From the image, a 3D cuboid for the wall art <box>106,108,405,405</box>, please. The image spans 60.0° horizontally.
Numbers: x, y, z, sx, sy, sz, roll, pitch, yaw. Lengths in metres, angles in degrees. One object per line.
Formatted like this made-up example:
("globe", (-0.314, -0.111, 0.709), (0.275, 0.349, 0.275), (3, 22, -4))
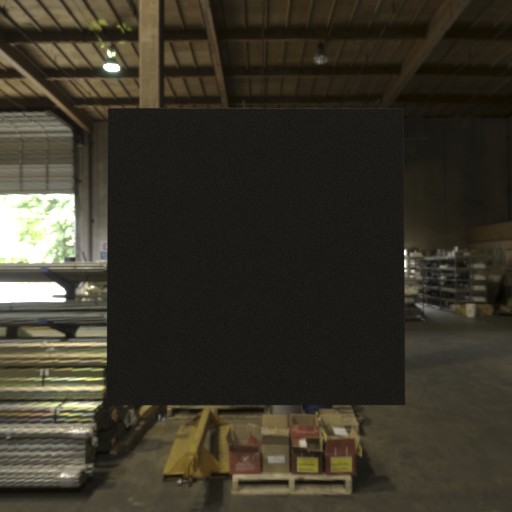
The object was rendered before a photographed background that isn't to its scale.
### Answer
("wall art", (0.000, 0.000, 1.154), (0.762, 0.762, 0.038), (0, -1, 0))
